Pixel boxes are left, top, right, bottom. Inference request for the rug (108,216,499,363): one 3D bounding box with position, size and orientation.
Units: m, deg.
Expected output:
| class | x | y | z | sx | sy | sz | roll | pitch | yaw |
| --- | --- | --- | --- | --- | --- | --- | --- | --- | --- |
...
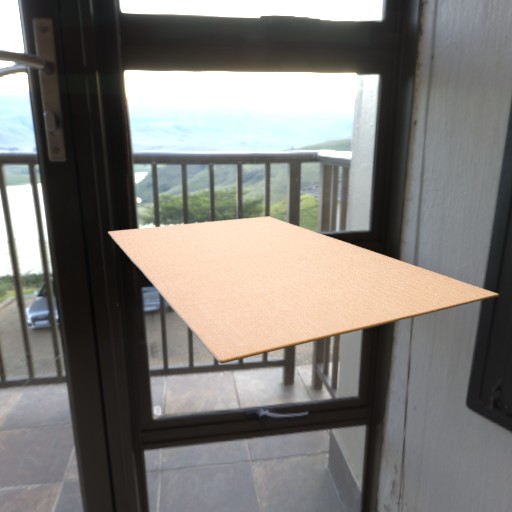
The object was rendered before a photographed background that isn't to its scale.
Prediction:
| class | x | y | z | sx | sy | sz | roll | pitch | yaw |
| --- | --- | --- | --- | --- | --- | --- | --- | --- | --- |
| rug | 0.000 | 0.000 | 2.958 | 1.531 | 0.014 | 2.441 | -8 | 17 | -26 |
